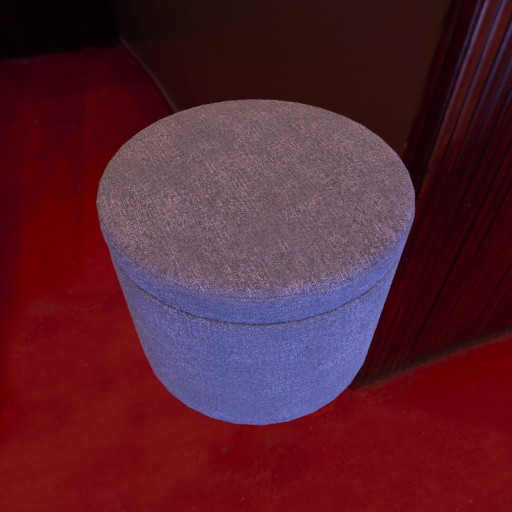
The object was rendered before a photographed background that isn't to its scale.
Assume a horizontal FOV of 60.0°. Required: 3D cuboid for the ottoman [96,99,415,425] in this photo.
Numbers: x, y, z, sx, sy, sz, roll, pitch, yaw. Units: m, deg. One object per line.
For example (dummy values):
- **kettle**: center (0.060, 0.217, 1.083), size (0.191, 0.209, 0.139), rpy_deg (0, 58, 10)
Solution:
- **ottoman**: center (0.000, 0.000, 0.845), size (0.500, 0.419, 0.500), rpy_deg (0, 47, 0)
